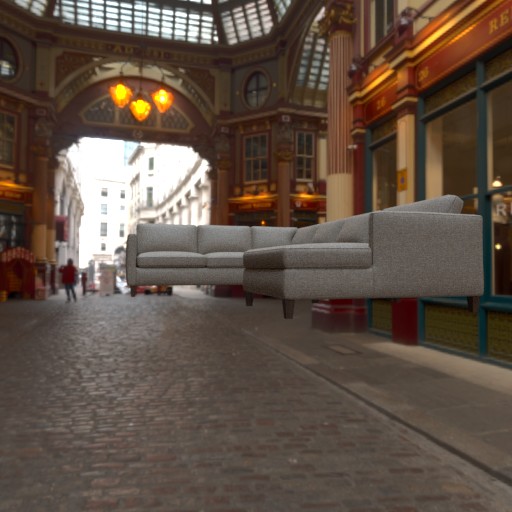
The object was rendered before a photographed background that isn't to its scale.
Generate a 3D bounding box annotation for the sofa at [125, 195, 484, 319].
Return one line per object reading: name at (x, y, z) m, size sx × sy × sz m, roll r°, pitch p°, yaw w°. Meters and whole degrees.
sofa at (0.000, 0.000, 4.494) m, size 2.551 × 0.889 × 3.403 m, roll 0°, pitch -1°, yaw -16°
